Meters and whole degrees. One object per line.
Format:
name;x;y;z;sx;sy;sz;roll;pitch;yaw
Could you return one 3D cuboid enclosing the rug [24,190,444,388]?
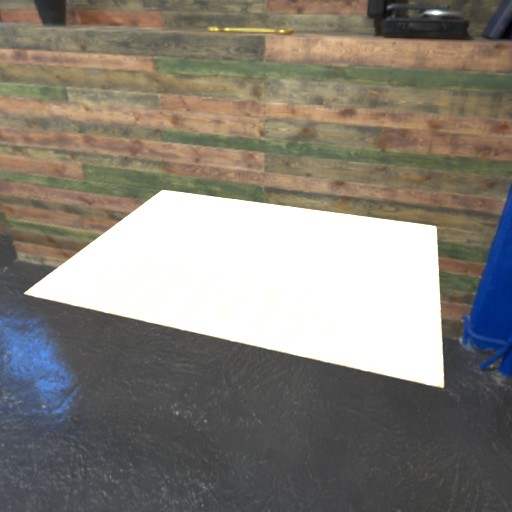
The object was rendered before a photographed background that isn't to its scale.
rug;0.000;0.000;4.298;3.353;0.010;2.438;9;32;16
